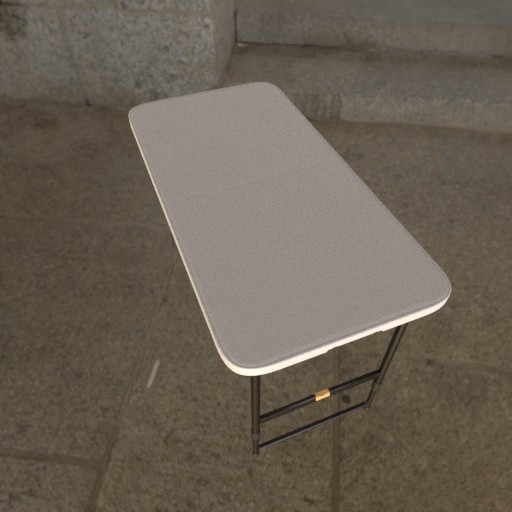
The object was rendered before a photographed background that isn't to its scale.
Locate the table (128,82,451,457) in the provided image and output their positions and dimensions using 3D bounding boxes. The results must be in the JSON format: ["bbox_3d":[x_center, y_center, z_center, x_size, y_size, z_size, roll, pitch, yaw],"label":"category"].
[{"bbox_3d":[0.000,0.000,1.671,0.611,0.737,1.245,-16,50,-14],"label":"table"}]
